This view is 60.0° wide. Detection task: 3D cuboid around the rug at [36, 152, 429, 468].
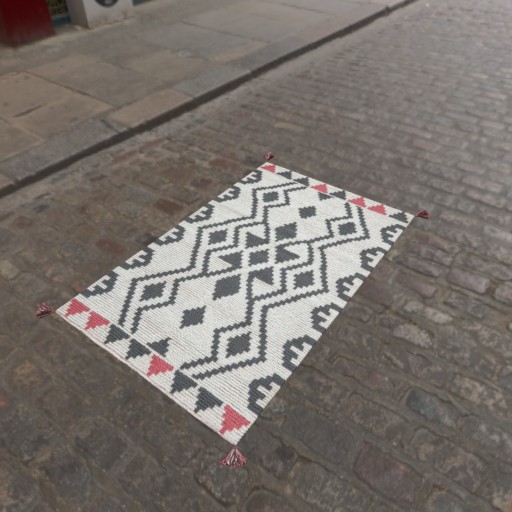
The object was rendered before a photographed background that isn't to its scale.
[{"bbox_3d":[0.000,0.000,3.313,1.741,0.066,2.672,26,48,26],"label":"rug"}]
